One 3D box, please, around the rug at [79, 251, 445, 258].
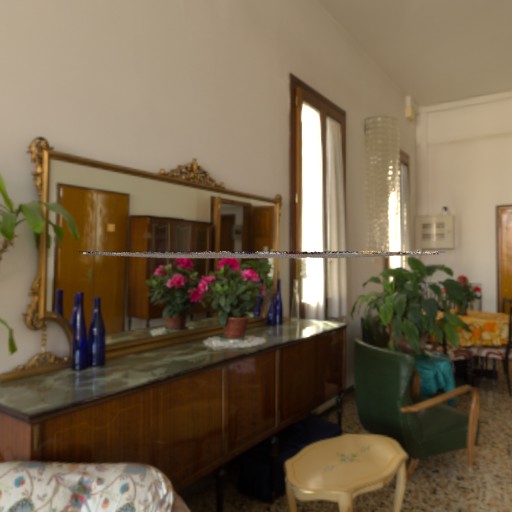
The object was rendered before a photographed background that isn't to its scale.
[{"bbox_3d":[0.000,0.000,2.302,1.217,0.012,1.848,0,-1,-2],"label":"rug"}]
